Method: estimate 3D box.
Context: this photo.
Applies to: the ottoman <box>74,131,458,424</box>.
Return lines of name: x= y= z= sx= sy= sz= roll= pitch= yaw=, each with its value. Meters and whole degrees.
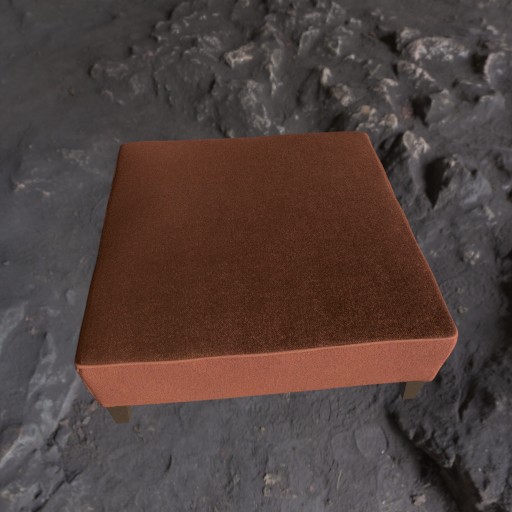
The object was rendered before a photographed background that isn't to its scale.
ottoman: x=0.000 y=0.000 z=1.558 sx=0.997 sy=0.438 sz=0.999 roll=-4 pitch=47 yaw=-3
